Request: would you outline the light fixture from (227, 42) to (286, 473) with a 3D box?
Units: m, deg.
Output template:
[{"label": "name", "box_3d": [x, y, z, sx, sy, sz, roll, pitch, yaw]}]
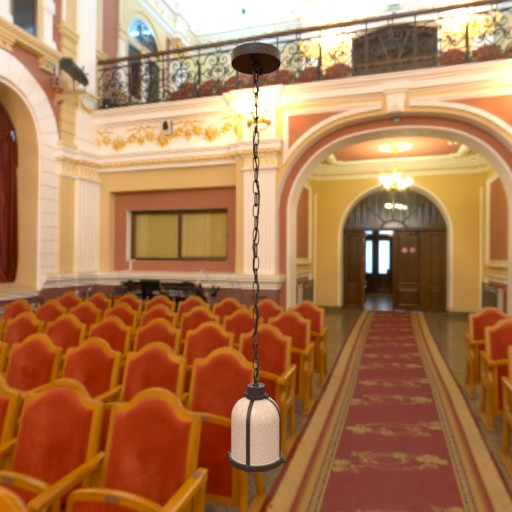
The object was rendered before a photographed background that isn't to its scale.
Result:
[{"label": "light fixture", "box_3d": [0.000, 0.000, 1.293, 0.178, 1.181, 0.178, 0, 0, 18]}]
